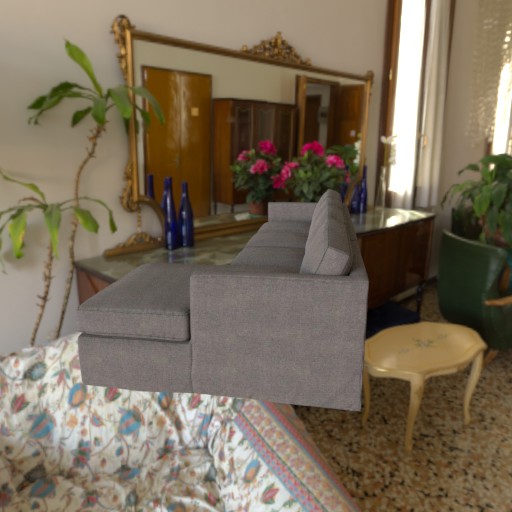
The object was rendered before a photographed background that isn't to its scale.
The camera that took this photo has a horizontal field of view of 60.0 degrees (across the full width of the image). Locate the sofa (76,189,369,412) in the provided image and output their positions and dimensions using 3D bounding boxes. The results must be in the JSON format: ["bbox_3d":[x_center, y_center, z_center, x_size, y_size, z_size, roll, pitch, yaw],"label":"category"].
[{"bbox_3d":[0.000,0.000,3.870,1.650,0.922,3.205,2,14,9],"label":"sofa"}]
